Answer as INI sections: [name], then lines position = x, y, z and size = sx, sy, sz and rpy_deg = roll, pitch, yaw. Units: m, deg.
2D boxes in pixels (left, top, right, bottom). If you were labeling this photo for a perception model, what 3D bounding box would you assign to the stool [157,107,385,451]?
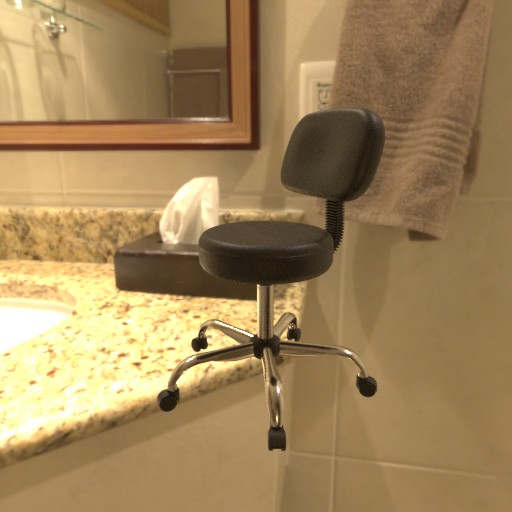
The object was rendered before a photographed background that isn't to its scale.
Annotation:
[stool]
position = 0.000, 0.000, 1.337
size = 0.648, 0.862, 0.673
rpy_deg = -8, 17, -26
